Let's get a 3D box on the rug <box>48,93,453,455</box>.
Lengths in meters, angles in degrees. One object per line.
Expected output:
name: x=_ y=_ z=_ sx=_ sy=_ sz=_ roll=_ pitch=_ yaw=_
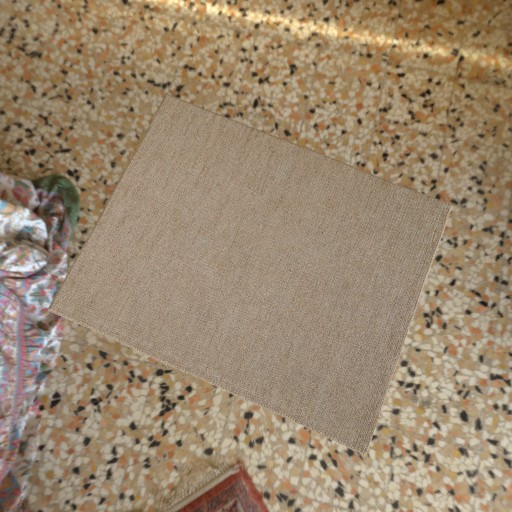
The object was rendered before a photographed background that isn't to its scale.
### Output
rug: x=0.000 y=0.000 z=4.091 sx=3.034 sy=0.012 sz=2.406 roll=23 pitch=77 yaw=6
